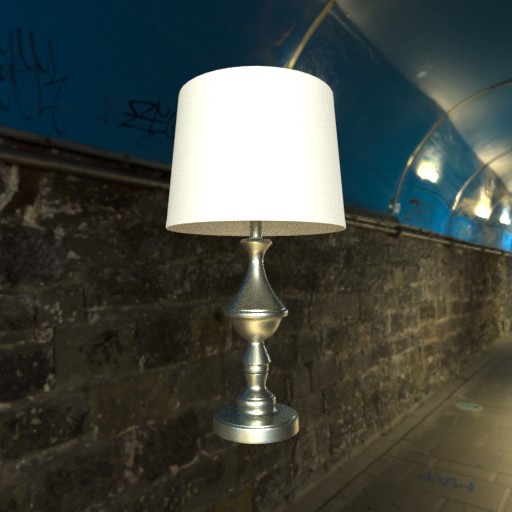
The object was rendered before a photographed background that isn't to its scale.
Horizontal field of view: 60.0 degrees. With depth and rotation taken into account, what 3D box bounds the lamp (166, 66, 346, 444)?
[{"bbox_3d":[0.000,0.000,0.960,0.383,0.733,0.383,0,-2,0],"label":"lamp"}]
